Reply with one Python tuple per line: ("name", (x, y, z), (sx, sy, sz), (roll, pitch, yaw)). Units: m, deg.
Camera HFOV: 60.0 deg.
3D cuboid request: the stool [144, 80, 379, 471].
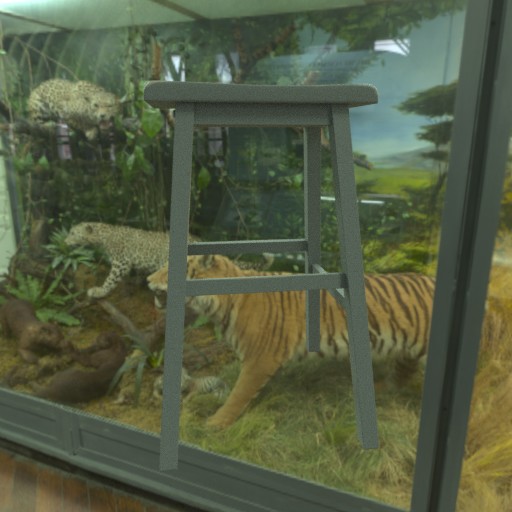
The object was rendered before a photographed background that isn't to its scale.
("stool", (0.000, 0.000, 1.037), (0.457, 0.737, 0.476), (-2, 15, -8))
